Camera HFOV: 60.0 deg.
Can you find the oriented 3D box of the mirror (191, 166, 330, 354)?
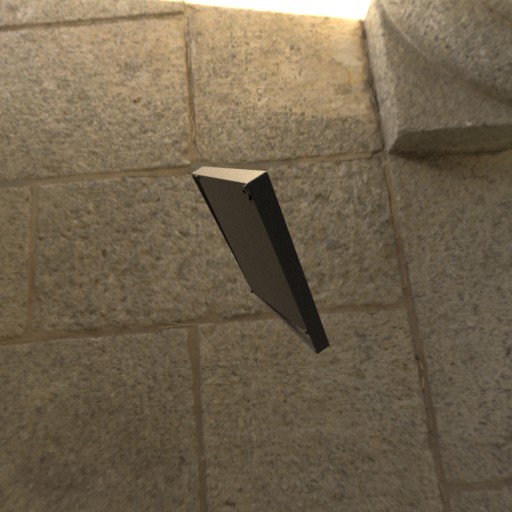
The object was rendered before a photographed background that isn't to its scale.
[{"bbox_3d":[0.000,0.000,0.827,0.032,0.679,0.419,-33,78,-8],"label":"mirror"}]
